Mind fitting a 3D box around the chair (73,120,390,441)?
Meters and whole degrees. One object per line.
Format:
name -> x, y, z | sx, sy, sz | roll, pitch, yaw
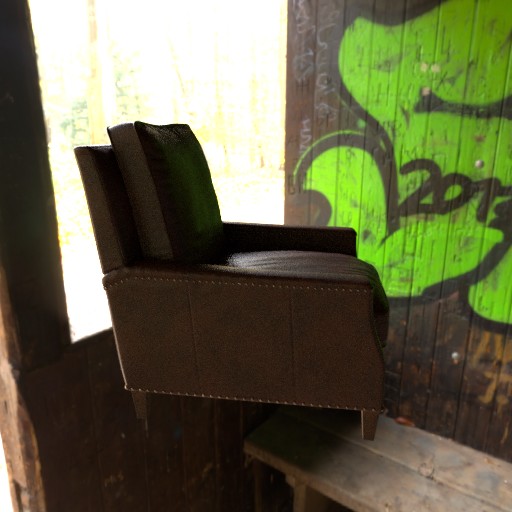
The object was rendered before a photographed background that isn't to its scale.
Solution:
chair -> 0.000, 0.000, 1.820 | 1.035, 1.054, 0.854 | 2, 16, 8
